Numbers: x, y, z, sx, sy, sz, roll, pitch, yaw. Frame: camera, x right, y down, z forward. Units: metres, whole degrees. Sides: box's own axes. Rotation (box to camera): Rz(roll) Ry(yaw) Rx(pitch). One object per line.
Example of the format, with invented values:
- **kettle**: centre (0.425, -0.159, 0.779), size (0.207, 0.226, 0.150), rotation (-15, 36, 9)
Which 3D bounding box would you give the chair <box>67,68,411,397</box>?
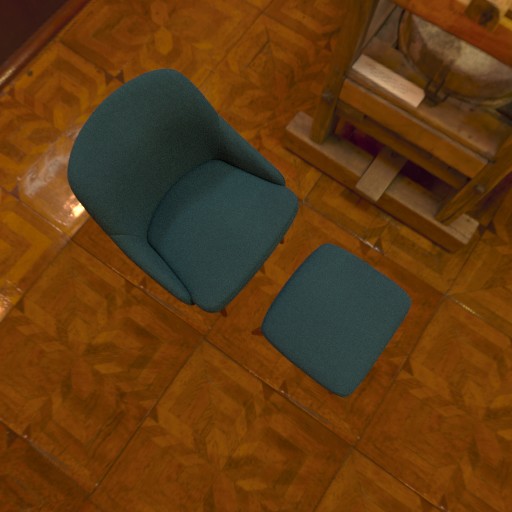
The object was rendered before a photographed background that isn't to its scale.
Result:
- **chair**: centre (0.000, 0.000, 1.588), size (1.114, 0.866, 0.584), rotation (37, 79, 9)
